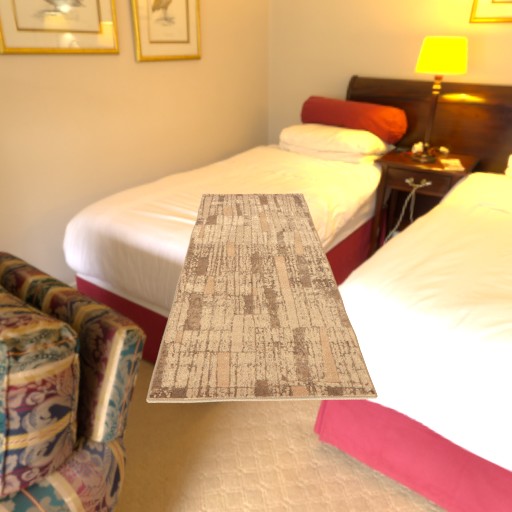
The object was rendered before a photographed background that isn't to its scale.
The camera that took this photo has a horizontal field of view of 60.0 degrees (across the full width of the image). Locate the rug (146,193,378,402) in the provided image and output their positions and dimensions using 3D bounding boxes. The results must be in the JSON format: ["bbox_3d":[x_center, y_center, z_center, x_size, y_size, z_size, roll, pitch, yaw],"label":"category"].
[{"bbox_3d":[0.000,0.000,2.679,0.857,0.018,2.383,-1,26,-1],"label":"rug"}]
